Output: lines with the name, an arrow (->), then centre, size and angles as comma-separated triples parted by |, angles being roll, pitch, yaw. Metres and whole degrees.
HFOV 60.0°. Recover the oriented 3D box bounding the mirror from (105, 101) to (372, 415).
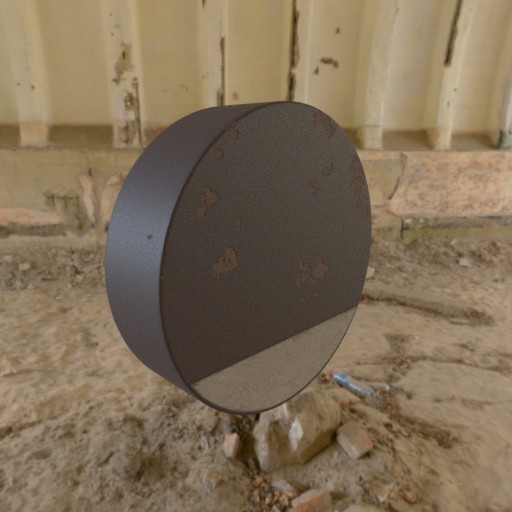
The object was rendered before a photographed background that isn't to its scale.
mirror -> 0.000, 0.000, 0.593 | 0.126, 0.386, 0.386 | 14, 20, 43
